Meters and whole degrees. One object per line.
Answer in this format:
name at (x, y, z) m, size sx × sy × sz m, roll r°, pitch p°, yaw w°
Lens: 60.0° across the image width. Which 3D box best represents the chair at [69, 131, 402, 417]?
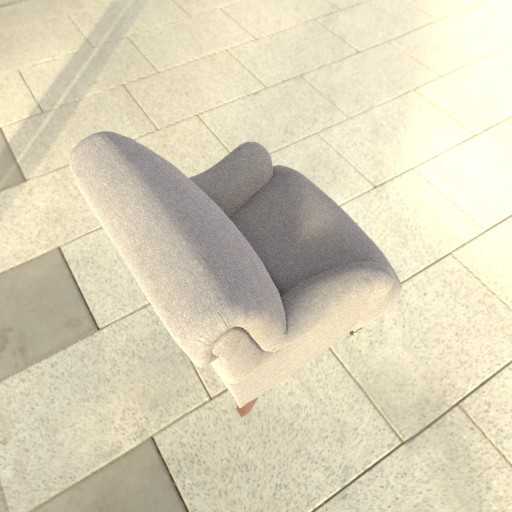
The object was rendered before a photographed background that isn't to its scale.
chair at (0.000, 0.000, 1.561) m, size 0.843 × 0.942 × 0.766 m, roll -30°, pitch 61°, yaw -19°
